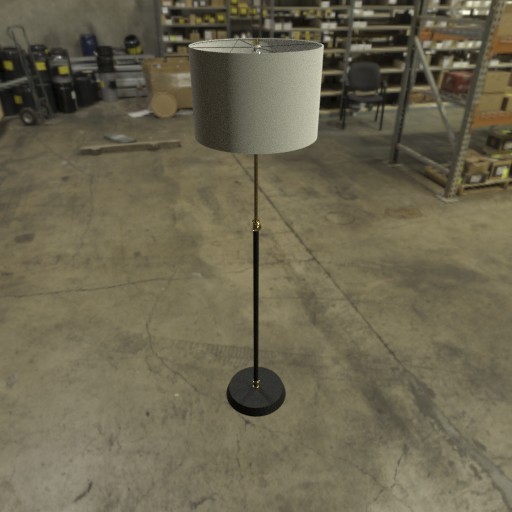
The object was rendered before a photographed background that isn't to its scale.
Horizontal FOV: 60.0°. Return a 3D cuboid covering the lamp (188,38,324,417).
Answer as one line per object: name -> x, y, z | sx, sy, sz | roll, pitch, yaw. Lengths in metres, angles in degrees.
lamp -> 0.000, 0.000, 1.717 | 0.404, 1.517, 0.404 | -9, 32, -15
